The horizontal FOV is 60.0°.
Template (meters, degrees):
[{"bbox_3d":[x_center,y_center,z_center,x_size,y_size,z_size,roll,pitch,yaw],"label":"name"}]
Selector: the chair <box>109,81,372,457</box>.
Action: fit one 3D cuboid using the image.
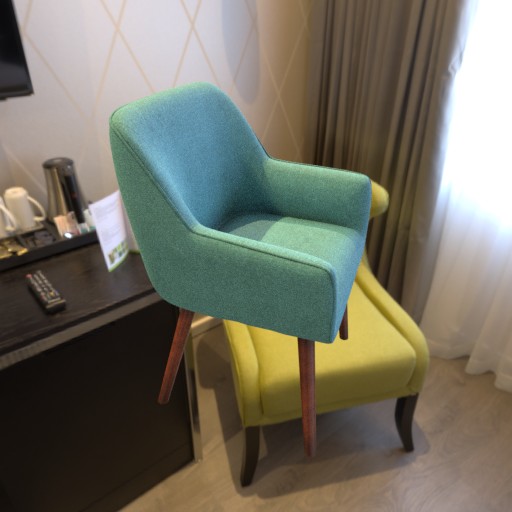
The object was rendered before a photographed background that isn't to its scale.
[{"bbox_3d":[0.000,0.000,1.179,0.519,0.803,0.543,10,32,17],"label":"chair"}]
